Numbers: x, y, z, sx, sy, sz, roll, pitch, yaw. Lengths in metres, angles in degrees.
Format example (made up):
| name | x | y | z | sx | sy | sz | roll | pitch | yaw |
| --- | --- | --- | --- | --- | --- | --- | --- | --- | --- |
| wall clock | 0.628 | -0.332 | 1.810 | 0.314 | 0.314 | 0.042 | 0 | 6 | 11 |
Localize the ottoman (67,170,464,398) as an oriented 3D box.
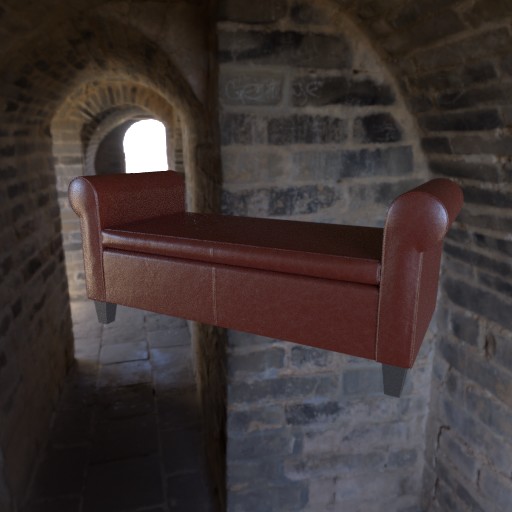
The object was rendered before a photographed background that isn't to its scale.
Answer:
| name | x | y | z | sx | sy | sz | roll | pitch | yaw |
| --- | --- | --- | --- | --- | --- | --- | --- | --- | --- |
| ottoman | 0.000 | 0.000 | 1.555 | 1.256 | 0.547 | 0.521 | 7 | 16 | 27 |
